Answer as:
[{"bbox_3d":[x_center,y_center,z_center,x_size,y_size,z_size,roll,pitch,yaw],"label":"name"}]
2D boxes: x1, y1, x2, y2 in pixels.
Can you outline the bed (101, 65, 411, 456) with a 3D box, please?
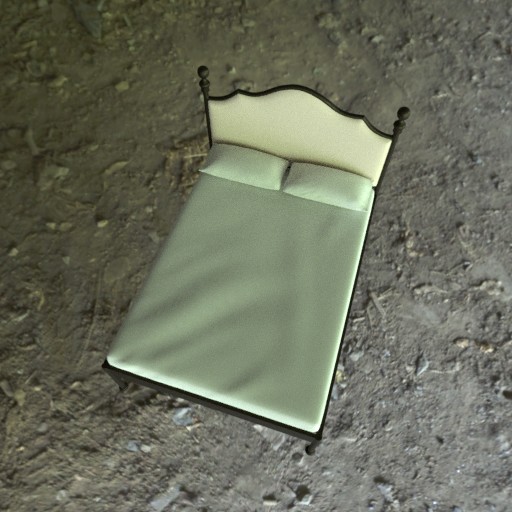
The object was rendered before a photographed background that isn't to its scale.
[{"bbox_3d":[0.000,0.000,3.370,1.642,1.499,2.224,15,59,9],"label":"bed"}]
